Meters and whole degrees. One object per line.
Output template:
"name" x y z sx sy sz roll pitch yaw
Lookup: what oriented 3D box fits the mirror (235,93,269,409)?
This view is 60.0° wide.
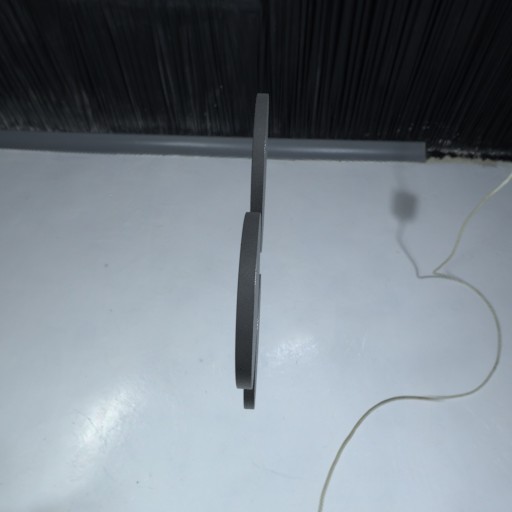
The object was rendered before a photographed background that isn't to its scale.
"mirror" 0.000 0.000 3.173 0.076 2.096 2.160 3 59 2
